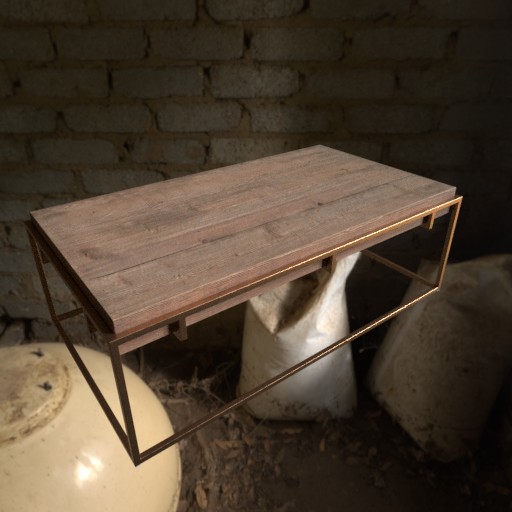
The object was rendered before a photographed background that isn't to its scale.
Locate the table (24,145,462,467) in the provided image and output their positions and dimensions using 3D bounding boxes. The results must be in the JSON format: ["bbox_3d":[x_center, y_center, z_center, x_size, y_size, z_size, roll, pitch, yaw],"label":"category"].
[{"bbox_3d":[0.000,0.000,1.690,1.387,0.468,0.775,-21,36,-32],"label":"table"}]
